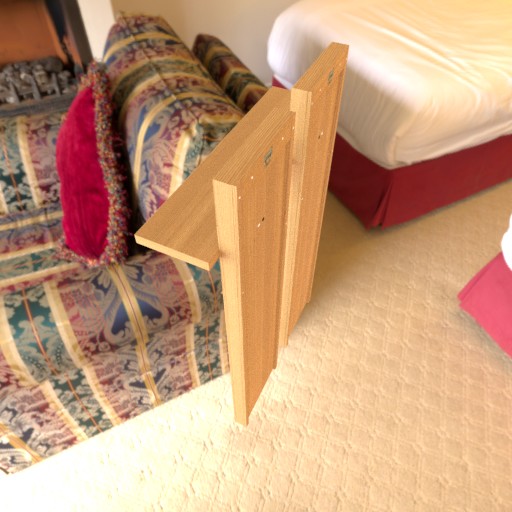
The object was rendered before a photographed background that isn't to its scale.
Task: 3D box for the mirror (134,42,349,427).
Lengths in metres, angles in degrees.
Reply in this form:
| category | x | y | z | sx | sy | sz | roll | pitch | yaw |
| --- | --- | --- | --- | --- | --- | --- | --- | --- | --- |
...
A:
| category | x | y | z | sx | sy | sz | roll | pitch | yaw |
| --- | --- | --- | --- | --- | --- | --- | --- | --- | --- |
| mirror | 0.000 | 0.000 | 1.576 | 0.260 | 1.250 | 0.800 | 20 | 51 | 17 |
